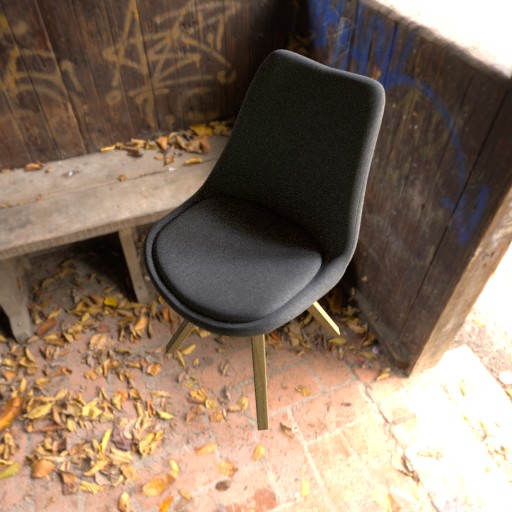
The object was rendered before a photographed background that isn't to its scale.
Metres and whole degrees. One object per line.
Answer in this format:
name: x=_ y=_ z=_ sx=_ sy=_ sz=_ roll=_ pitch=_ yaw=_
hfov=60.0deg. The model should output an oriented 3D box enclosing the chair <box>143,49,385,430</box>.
chair: x=0.000 y=0.000 z=1.195 sx=0.483 sy=0.865 sz=0.550 roll=31 pitch=55 yaw=25
